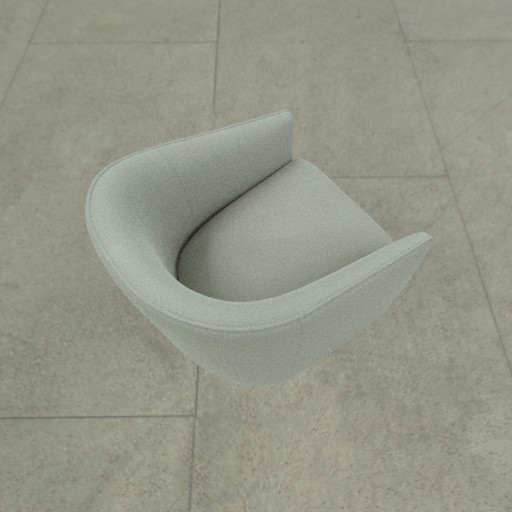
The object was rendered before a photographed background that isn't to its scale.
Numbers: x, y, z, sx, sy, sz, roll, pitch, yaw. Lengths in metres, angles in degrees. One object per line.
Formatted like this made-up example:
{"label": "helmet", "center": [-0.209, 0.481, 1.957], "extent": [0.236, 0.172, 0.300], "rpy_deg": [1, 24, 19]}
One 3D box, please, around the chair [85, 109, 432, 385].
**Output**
{"label": "chair", "center": [0.000, 0.000, 1.484], "extent": [0.875, 0.799, 0.747], "rpy_deg": [-32, 63, -18]}
